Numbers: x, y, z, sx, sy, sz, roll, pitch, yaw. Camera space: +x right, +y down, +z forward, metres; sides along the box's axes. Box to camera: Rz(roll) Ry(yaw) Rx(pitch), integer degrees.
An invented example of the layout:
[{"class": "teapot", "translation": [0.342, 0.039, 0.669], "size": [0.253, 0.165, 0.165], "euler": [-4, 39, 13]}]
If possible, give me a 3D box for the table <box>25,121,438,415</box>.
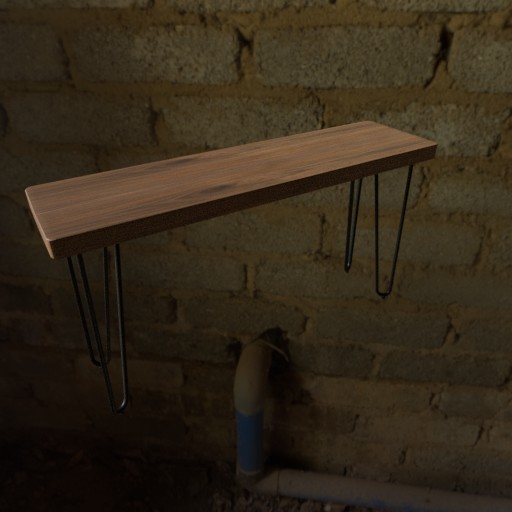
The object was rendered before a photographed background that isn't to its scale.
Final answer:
[{"class": "table", "translation": [0.000, 0.000, 1.903], "size": [1.570, 0.834, 0.425], "euler": [-18, 37, -26]}]
